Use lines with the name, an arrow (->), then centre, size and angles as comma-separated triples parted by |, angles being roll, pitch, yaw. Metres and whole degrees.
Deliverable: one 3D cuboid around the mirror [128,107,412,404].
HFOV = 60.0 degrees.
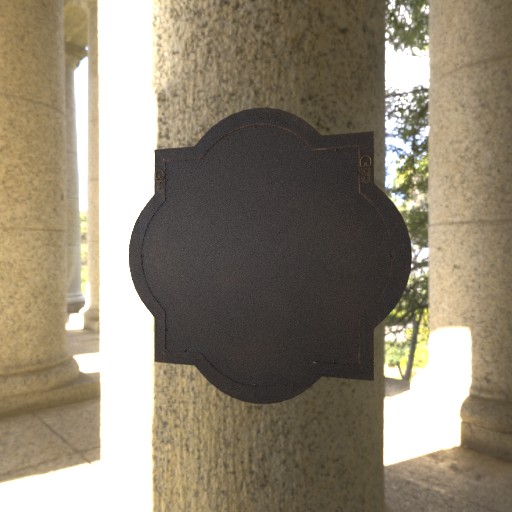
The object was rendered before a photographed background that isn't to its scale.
mirror -> 0.000, 0.000, 1.061 | 0.686, 0.686, 0.019 | 0, 0, 18
